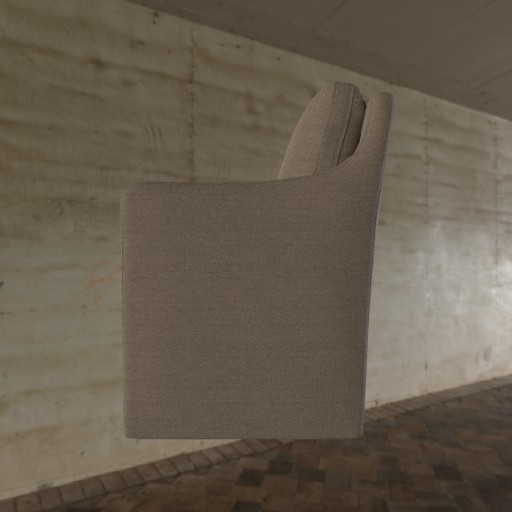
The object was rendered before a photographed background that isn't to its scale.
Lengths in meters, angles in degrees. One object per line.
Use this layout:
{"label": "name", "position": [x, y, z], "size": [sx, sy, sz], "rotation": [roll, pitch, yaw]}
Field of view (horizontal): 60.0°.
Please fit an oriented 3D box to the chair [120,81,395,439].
{"label": "chair", "position": [0.000, 0.000, 1.377], "size": [0.694, 0.914, 0.626], "rotation": [0, 0, 0]}
